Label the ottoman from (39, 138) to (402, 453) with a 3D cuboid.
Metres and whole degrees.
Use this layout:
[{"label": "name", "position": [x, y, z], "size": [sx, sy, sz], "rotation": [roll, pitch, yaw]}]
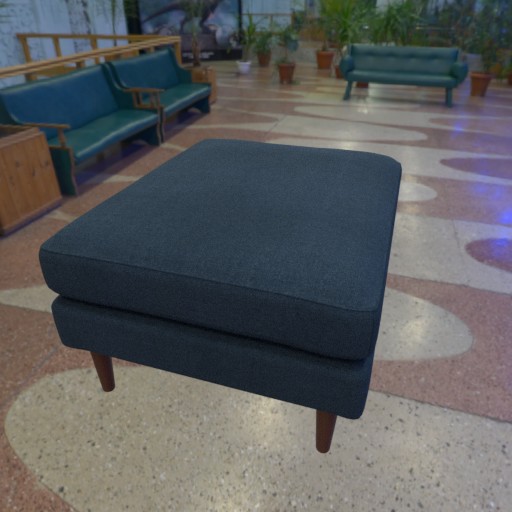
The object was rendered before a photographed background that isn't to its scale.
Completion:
[{"label": "ottoman", "position": [0.000, 0.000, 1.219], "size": [0.693, 0.474, 0.821], "rotation": [10, 32, 16]}]
